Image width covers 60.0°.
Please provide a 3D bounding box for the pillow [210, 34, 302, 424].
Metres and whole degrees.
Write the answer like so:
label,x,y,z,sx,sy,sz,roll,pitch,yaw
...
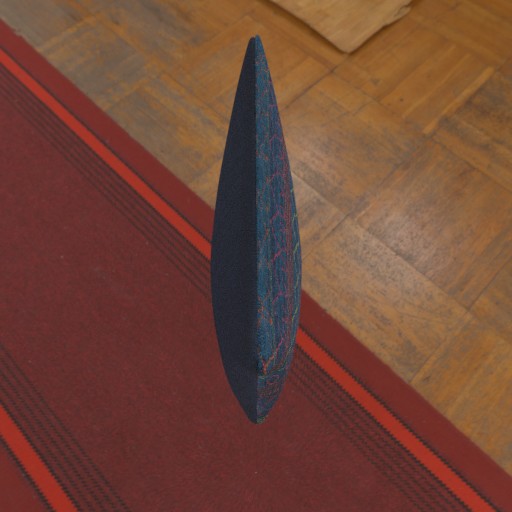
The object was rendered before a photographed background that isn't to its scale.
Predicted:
label,x,y,z,sx,sy,sz,roll,pitch,yaw
pillow,0.000,0.000,0.657,0.141,0.431,0.431,0,64,0
